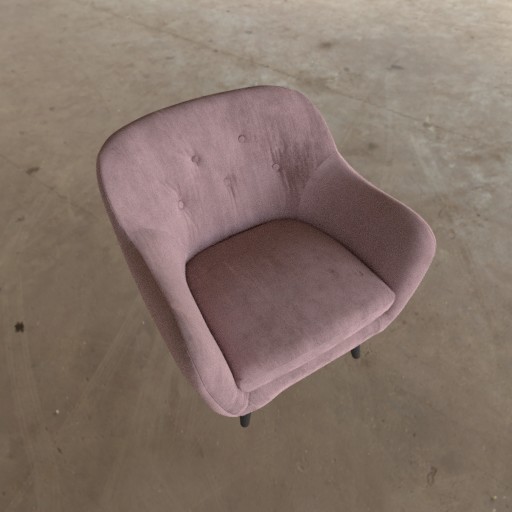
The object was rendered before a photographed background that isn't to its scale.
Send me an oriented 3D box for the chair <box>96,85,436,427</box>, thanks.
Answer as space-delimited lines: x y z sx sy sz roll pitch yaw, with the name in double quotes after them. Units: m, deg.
0.000 0.000 1.522 0.840 0.820 0.820 -24 52 -21 "chair"
